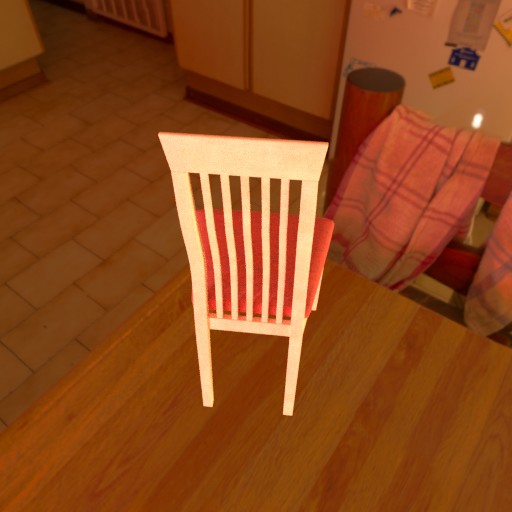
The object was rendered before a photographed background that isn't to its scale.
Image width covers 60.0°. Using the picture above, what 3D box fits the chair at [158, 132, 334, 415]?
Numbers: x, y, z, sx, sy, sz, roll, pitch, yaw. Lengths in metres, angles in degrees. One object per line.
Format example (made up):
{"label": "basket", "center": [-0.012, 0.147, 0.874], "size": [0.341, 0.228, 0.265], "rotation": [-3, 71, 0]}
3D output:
{"label": "chair", "center": [0.000, 0.000, 1.260], "size": [0.460, 1.027, 0.474], "rotation": [5, 48, 4]}
